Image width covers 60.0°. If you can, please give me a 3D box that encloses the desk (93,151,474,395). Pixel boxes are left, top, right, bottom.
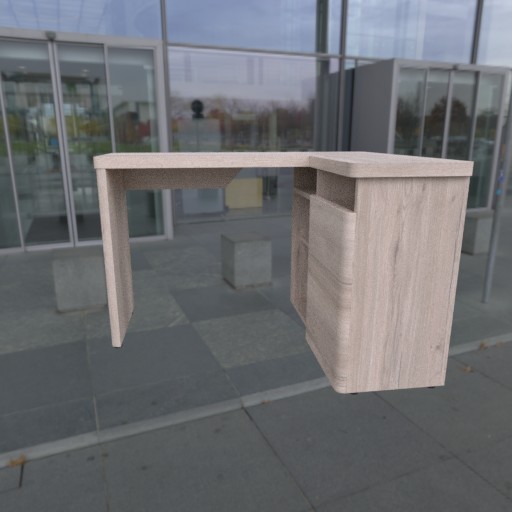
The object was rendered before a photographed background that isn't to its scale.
[{"bbox_3d":[0.000,0.000,1.732,1.169,0.760,0.900,-2,15,-8],"label":"desk"}]
